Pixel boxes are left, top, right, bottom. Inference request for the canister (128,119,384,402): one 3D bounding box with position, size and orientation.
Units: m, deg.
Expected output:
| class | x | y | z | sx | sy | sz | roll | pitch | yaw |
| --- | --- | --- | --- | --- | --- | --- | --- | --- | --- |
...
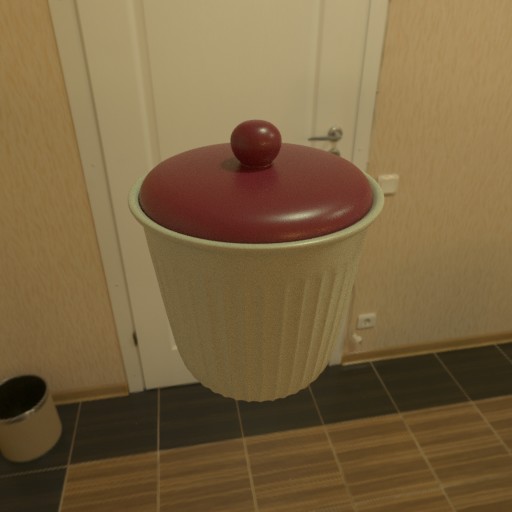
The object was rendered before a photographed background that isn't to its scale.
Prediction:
| class | x | y | z | sx | sy | sz | roll | pitch | yaw |
| --- | --- | --- | --- | --- | --- | --- | --- | --- | --- |
| canister | 0.000 | 0.000 | 0.351 | 0.181 | 0.211 | 0.181 | 0 | 31 | 0 |
